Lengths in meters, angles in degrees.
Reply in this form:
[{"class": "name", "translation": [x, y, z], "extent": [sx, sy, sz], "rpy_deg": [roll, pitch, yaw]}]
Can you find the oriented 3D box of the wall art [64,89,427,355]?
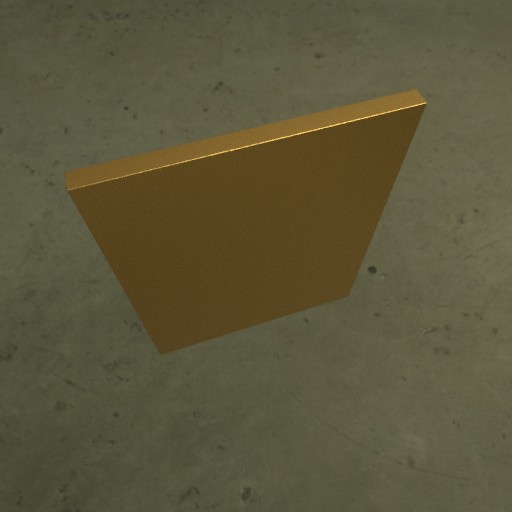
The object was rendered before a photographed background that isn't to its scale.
[{"class": "wall art", "translation": [0.000, 0.000, 1.049], "extent": [0.610, 0.762, 0.038], "rpy_deg": [-16, 60, -9]}]
